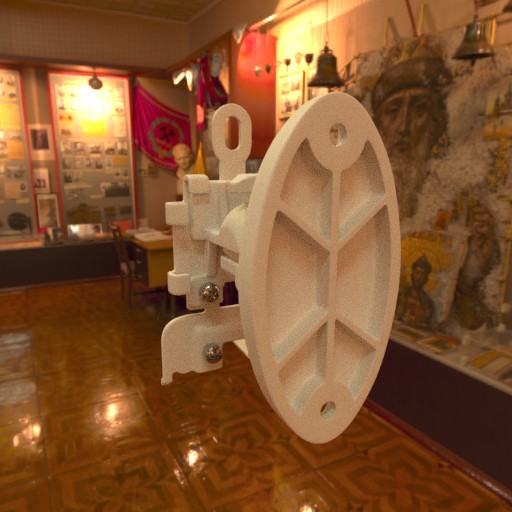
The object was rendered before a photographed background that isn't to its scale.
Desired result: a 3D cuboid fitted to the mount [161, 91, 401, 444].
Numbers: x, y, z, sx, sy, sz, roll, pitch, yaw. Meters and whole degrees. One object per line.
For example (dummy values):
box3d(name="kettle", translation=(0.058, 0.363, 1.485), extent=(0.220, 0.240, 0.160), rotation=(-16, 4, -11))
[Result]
box3d(name="mount", translation=(0.000, 0.000, 0.172), extent=(0.066, 0.118, 0.100), rotation=(-6, 13, -26))
